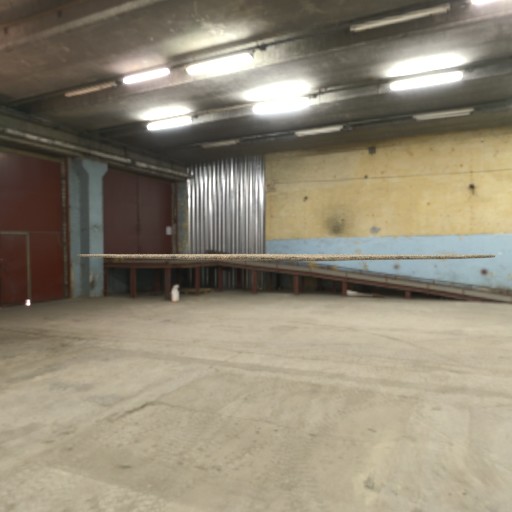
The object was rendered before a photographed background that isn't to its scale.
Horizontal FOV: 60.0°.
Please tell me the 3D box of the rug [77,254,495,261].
[{"bbox_3d":[0.000,0.000,4.135,2.414,0.036,3.199,0,1,-36],"label":"rug"}]
